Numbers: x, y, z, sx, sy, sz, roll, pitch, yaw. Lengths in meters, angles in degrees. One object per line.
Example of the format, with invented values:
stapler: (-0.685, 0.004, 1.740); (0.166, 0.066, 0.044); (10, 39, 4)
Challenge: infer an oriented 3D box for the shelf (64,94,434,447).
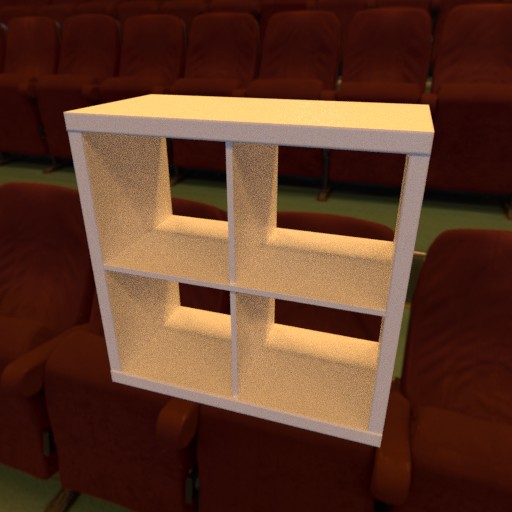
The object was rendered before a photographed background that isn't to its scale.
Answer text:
shelf: (0.000, 0.000, 1.232); (0.790, 0.786, 0.390); (8, 27, 16)
